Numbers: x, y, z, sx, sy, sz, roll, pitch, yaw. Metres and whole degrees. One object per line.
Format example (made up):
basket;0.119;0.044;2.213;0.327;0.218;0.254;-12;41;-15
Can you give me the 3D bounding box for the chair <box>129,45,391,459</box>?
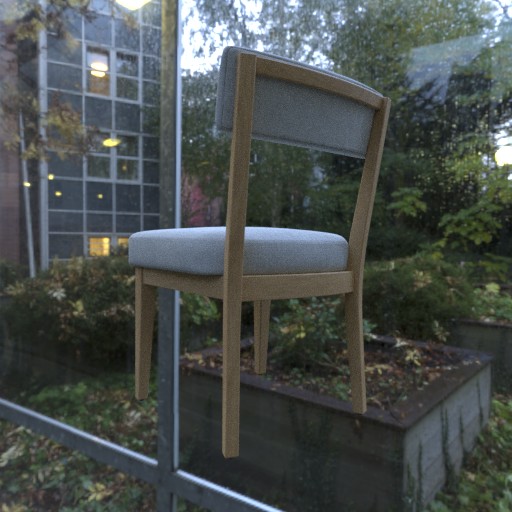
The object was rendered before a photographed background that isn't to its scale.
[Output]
chair;0.000;0.000;1.183;0.508;0.832;0.572;-1;1;-37
